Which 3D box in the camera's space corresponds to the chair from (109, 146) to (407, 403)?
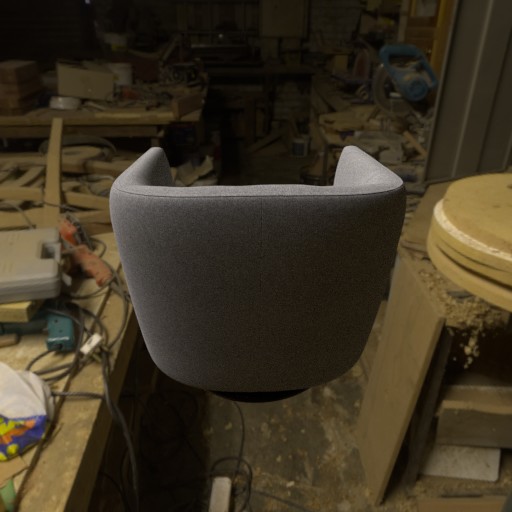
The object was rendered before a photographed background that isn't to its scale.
[{"bbox_3d":[0.000,0.000,1.602,0.822,0.861,0.986,-1,29,-1],"label":"chair"}]
